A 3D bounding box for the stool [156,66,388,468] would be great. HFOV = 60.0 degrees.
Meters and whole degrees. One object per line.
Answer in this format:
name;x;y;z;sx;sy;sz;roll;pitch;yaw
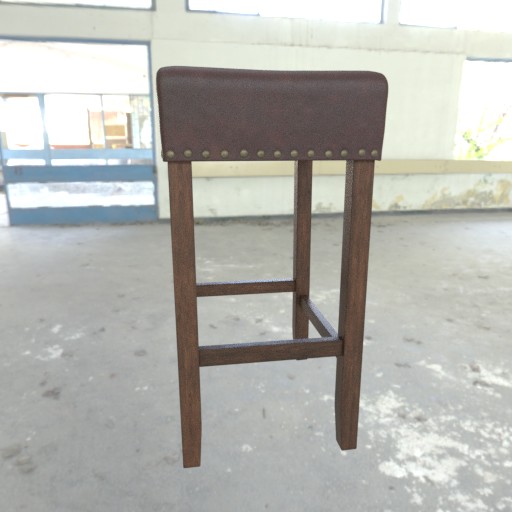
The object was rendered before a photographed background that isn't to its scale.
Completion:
stool;0.000;0.000;1.045;0.401;0.769;0.465;-2;15;-9
